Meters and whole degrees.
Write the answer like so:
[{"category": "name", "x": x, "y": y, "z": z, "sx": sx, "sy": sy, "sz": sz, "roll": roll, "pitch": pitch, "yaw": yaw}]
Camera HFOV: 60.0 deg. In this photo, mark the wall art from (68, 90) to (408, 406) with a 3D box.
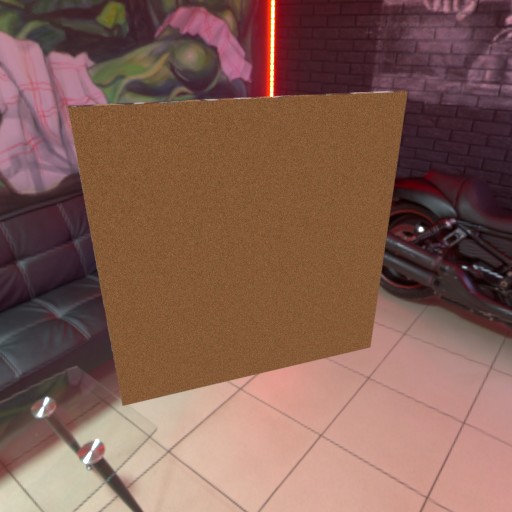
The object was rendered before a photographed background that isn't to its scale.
[{"category": "wall art", "x": 0.000, "y": 0.000, "z": 0.600, "sx": 0.404, "sy": 0.406, "sz": 0.010, "roll": -9, "pitch": 28, "yaw": -17}]
